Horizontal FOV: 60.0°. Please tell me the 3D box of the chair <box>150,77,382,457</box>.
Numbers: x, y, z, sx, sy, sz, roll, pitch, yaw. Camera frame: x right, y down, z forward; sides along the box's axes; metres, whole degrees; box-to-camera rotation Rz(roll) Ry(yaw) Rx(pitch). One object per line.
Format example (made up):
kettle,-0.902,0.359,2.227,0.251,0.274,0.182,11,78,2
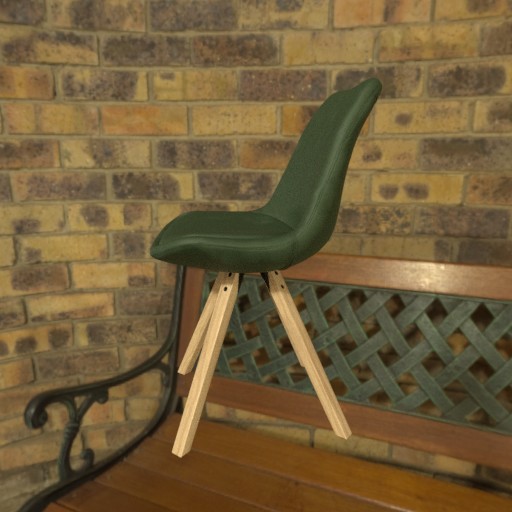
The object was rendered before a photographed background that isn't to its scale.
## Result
chair,0.000,0.000,1.181,0.547,0.865,0.483,-2,13,-8
